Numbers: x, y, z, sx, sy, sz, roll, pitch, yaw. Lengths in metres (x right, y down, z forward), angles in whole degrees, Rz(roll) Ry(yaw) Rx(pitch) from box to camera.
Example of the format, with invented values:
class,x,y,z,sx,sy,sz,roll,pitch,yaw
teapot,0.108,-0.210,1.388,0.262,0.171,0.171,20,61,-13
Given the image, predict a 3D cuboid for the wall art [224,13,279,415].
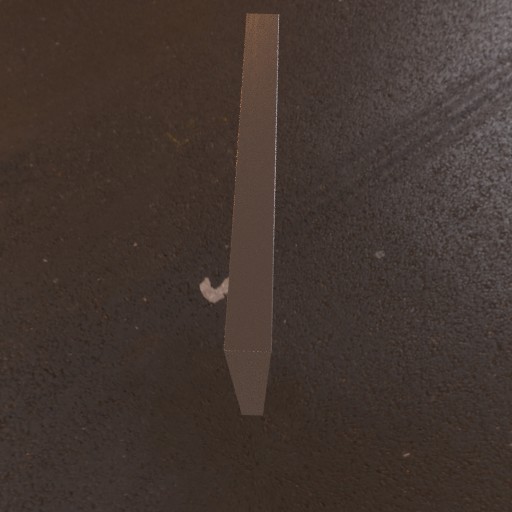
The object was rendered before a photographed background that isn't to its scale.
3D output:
class,x,y,z,sx,sy,sz,roll,pitch,yaw
wall art,0.000,0.000,0.508,0.030,0.379,0.308,2,65,1
